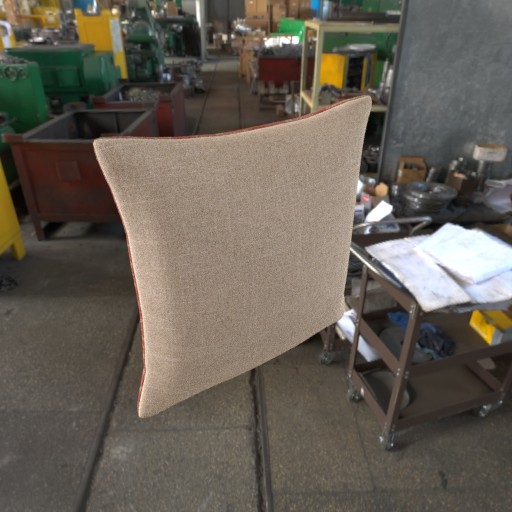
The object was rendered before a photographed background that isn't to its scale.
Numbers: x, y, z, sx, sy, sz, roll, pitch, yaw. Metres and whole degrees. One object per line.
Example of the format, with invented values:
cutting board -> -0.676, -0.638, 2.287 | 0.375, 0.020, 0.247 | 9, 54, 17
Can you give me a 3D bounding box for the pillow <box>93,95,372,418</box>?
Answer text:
pillow -> 0.000, 0.000, 0.798 | 0.511, 0.503, 0.182 | -20, 35, -31
